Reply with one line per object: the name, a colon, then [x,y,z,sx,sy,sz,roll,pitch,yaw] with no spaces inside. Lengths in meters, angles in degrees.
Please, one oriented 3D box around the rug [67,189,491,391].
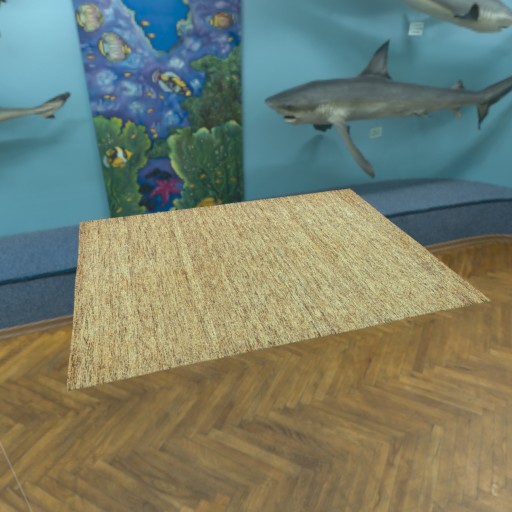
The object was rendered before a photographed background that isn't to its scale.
rug: [0.000,0.000,4.148,3.200,0.012,2.438,-9,32,-14]
